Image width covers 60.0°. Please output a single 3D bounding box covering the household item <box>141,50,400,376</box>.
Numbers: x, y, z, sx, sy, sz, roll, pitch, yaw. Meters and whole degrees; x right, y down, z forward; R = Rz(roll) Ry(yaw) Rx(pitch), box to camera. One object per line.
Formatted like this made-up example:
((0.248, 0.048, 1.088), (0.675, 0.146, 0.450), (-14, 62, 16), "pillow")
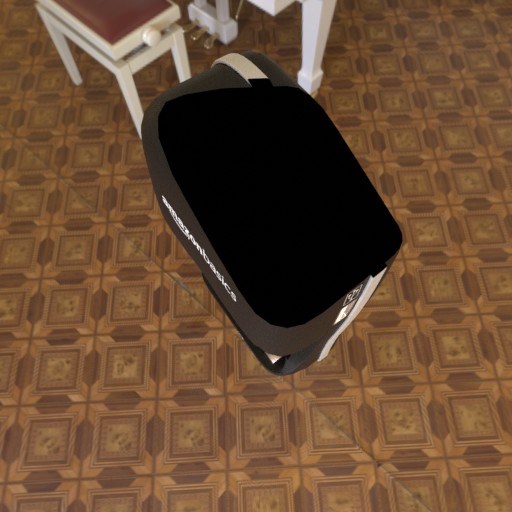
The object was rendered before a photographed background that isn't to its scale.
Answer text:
((0.000, 0.000, 0.144), (0.038, 0.114, 0.070), (-32, 69, -14), "household item")
